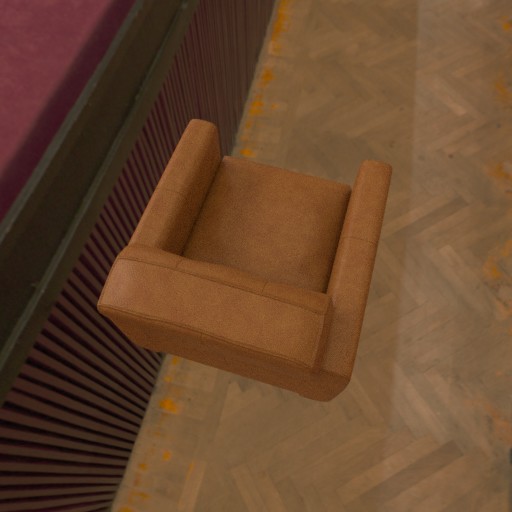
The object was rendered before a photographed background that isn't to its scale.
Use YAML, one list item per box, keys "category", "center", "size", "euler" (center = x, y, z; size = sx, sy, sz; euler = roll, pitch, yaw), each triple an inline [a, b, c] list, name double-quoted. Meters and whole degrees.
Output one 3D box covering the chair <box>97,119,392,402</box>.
- category: "chair"
  center: [0.000, 0.000, 1.679]
  size: [0.845, 0.968, 0.942]
  euler: [15, 64, 7]
